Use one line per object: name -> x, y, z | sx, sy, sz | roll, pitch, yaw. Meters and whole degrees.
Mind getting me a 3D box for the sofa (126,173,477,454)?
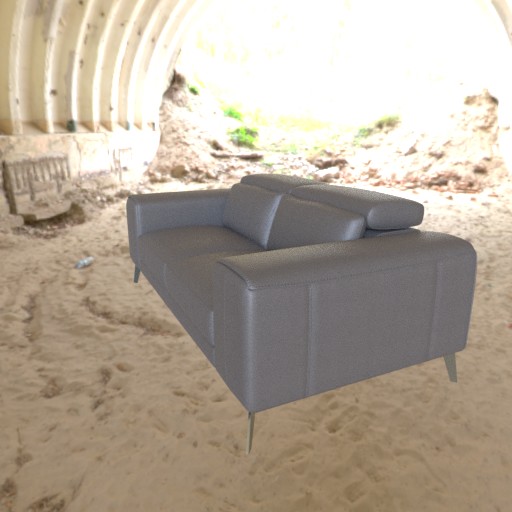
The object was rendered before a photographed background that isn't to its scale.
sofa -> 0.000, 0.000, 2.377 | 1.024, 0.753, 1.930 | -8, 18, -25
